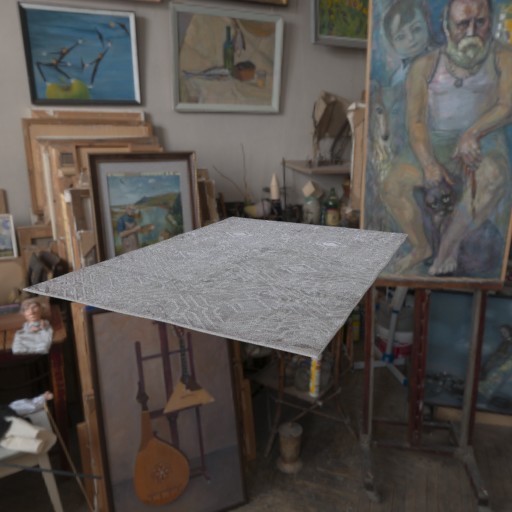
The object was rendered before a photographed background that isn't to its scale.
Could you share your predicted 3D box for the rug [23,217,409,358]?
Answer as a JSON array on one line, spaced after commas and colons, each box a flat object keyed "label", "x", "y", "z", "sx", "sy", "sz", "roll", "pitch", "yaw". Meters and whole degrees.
[{"label": "rug", "x": 0.000, "y": 0.000, "z": 4.410, "sx": 2.448, "sy": 0.020, "sz": 3.359, "roll": 8, "pitch": 18, "yaw": 25}]
